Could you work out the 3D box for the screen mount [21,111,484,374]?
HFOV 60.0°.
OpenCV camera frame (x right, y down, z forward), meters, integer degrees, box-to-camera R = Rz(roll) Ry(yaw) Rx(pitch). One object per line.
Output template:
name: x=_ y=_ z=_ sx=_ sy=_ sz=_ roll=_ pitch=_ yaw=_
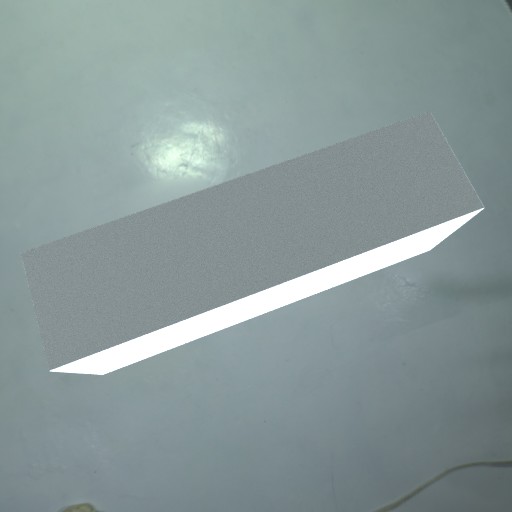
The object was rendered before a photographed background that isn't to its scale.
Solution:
screen mount: x=0.000 y=0.000 z=1.763 sx=1.490 sy=0.619 sz=0.400 roll=-20 pitch=75 yaw=-6
